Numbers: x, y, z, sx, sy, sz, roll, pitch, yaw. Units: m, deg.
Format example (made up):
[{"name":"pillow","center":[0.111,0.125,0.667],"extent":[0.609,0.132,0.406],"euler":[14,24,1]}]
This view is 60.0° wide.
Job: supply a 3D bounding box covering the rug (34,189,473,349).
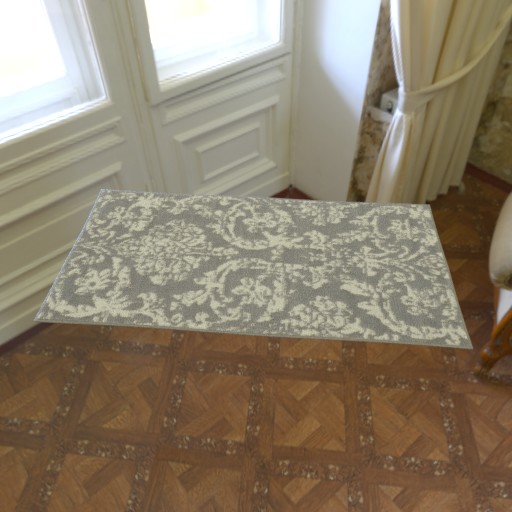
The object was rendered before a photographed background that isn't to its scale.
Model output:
[{"name":"rug","center":[0.000,0.000,1.432],"extent":[1.219,0.007,0.604],"euler":[3,47,3]}]
